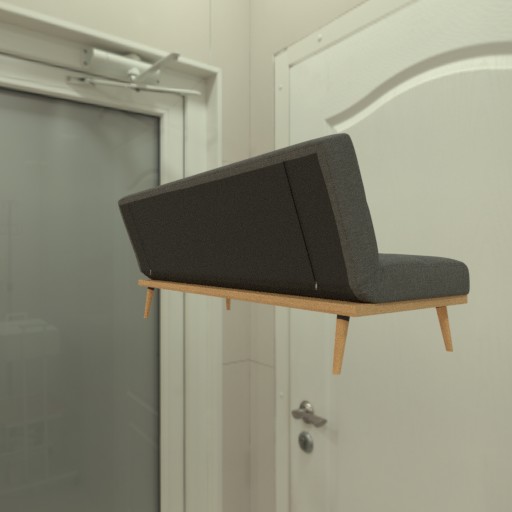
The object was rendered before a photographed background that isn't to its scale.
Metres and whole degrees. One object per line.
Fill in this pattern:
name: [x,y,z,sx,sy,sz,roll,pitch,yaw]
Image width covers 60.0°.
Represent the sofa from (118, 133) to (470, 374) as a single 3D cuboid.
sofa: [0.000,0.000,2.247,0.820,0.770,1.820,0,0,-36]
